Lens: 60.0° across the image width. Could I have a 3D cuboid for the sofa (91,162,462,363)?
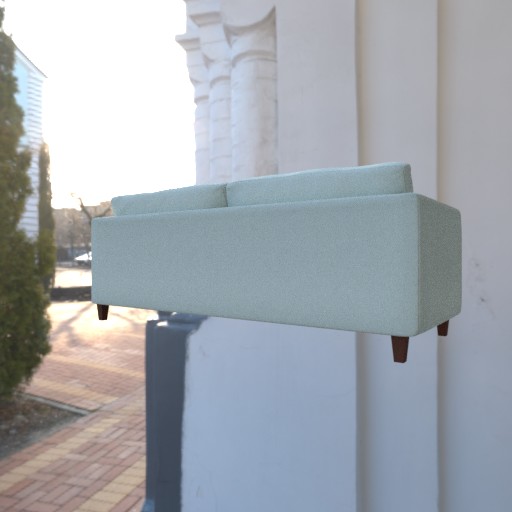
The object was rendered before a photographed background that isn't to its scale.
[{"bbox_3d":[0.000,0.000,3.008,2.434,0.965,0.948,0,0,36],"label":"sofa"}]
